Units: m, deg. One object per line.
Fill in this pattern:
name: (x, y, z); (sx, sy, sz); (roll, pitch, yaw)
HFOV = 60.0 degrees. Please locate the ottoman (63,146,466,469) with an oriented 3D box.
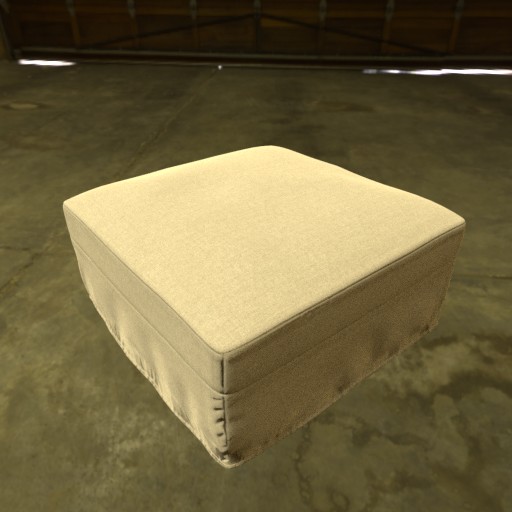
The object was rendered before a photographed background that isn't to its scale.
ottoman: (0.000, 0.000, 1.332); (0.840, 0.436, 0.843); (-23, 38, -32)
